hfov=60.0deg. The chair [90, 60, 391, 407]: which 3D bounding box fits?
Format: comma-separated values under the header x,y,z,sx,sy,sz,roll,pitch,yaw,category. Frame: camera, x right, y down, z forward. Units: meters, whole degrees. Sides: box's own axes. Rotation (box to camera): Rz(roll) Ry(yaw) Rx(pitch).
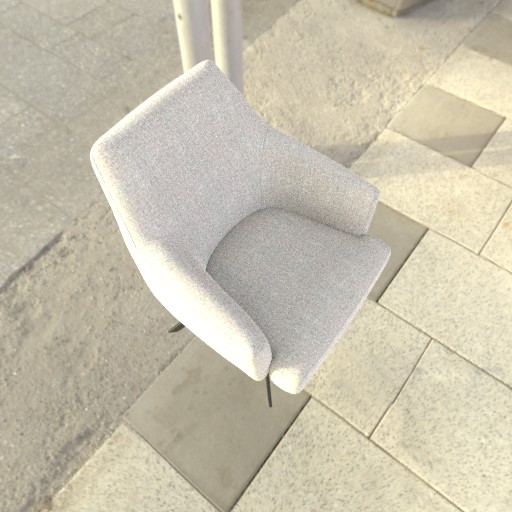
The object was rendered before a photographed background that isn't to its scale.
x,y,z,sx,sy,sz,roll,pitch,yaw,category
0.000,0.000,1.354,0.677,0.874,0.642,31,62,19,chair
